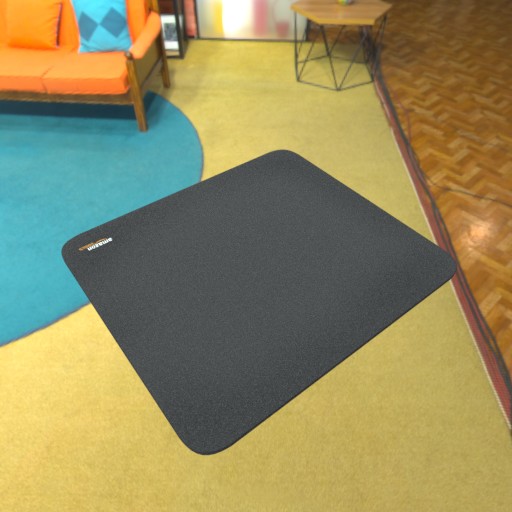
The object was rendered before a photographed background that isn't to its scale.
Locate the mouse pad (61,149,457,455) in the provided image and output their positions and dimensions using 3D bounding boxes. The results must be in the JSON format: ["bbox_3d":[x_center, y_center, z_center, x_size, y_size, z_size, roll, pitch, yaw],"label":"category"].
[{"bbox_3d":[0.000,0.000,0.328,0.229,0.003,0.203,-29,52,-25],"label":"mouse pad"}]
